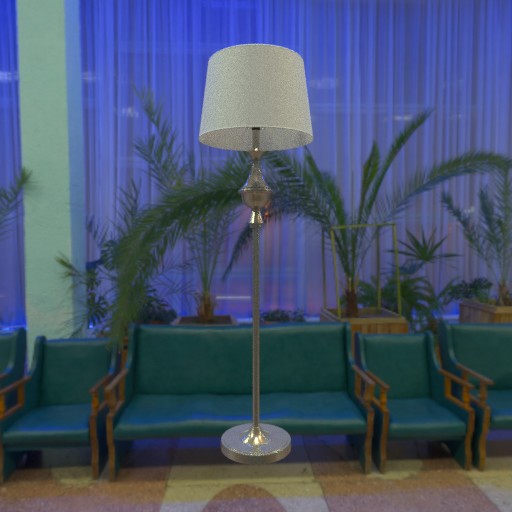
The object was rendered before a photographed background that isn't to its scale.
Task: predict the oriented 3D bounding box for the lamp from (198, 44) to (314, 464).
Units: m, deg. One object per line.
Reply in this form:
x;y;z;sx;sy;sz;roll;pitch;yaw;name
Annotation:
0.000;0.000;1.691;0.431;1.488;0.431;0;3;0;lamp
